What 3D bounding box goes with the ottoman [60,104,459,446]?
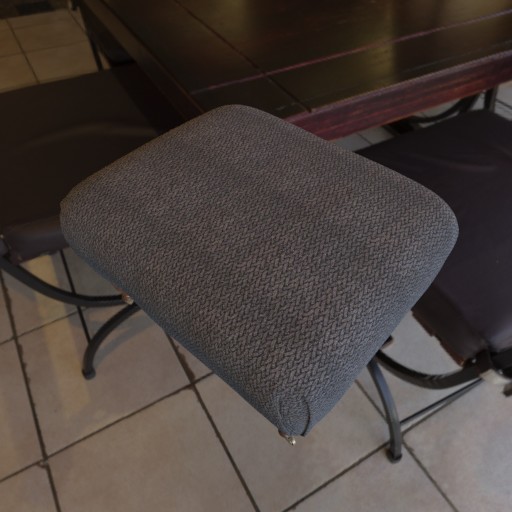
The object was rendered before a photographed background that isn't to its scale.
[{"bbox_3d":[0.000,0.000,1.095,0.747,0.450,0.622,33,56,26],"label":"ottoman"}]
